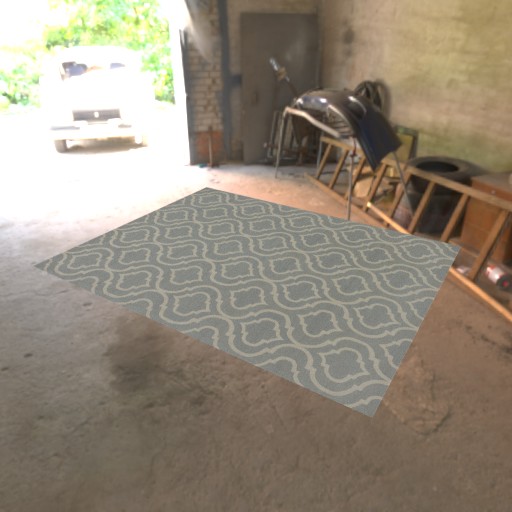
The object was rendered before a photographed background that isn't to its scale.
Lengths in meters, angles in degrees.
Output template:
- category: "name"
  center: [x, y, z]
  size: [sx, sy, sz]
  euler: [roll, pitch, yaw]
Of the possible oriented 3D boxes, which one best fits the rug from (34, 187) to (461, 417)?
- category: "rug"
  center: [0.000, 0.000, 3.810]
  size: [2.892, 0.006, 2.283]
  euler: [17, 33, 28]
